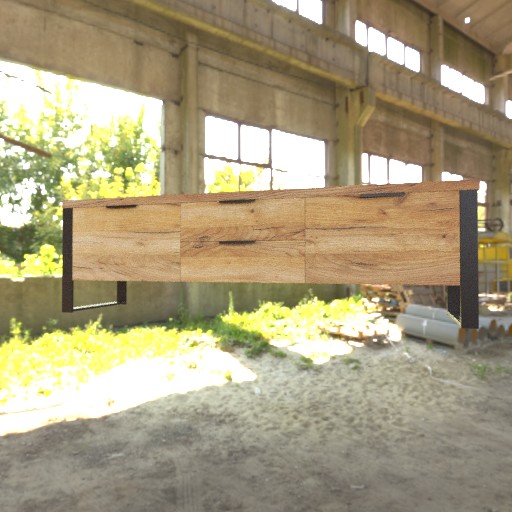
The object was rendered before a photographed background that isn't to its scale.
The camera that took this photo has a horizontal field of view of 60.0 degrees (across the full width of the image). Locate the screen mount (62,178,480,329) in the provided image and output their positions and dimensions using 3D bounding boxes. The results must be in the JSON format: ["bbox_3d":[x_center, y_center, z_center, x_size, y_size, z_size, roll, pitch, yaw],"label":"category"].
[{"bbox_3d":[0.000,0.000,1.726,1.524,0.450,0.395,0,-1,17],"label":"screen mount"}]
